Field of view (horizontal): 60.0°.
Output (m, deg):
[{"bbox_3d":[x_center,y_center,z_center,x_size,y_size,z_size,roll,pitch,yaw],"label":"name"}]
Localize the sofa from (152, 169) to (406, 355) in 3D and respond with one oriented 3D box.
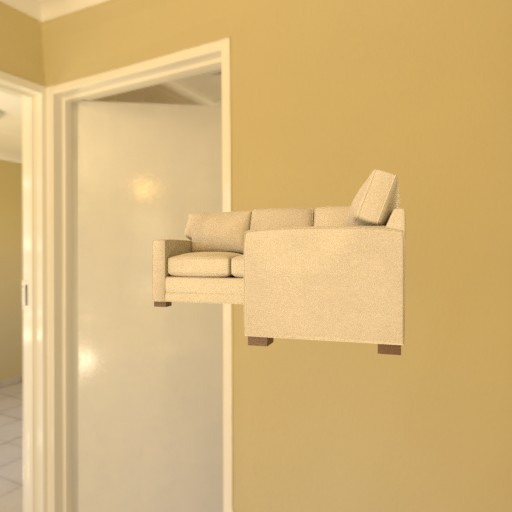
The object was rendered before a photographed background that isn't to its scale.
[{"bbox_3d":[0.000,0.000,3.472,2.182,0.939,2.189,0,0,18],"label":"sofa"}]
